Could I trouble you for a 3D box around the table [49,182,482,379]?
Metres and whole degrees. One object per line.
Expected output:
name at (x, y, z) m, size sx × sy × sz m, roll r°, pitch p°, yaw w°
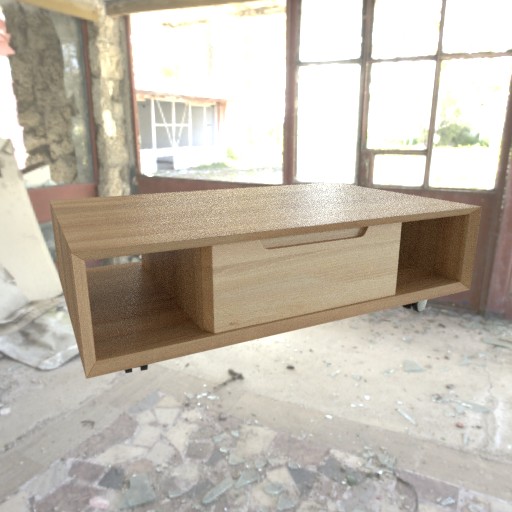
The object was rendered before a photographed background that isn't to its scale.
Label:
table at (0.000, 0.000, 1.378) m, size 1.100 × 0.330 × 0.700 m, roll -8°, pitch 18°, yaw -26°
